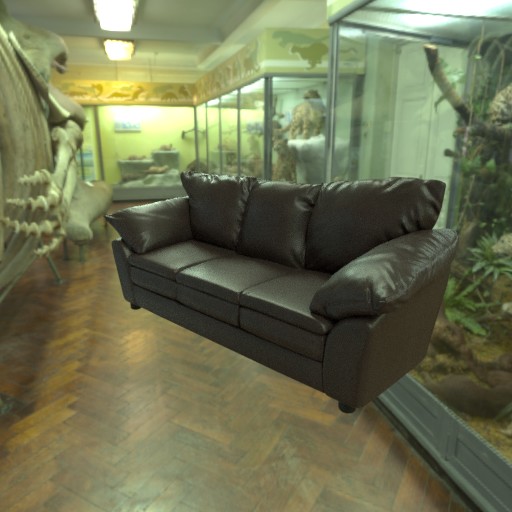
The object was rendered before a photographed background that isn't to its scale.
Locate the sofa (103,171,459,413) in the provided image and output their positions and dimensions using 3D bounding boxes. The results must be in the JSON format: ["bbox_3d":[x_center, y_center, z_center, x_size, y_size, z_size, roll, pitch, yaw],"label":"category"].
[{"bbox_3d":[0.000,0.000,2.897,2.390,1.091,0.907,14,20,42],"label":"sofa"}]
